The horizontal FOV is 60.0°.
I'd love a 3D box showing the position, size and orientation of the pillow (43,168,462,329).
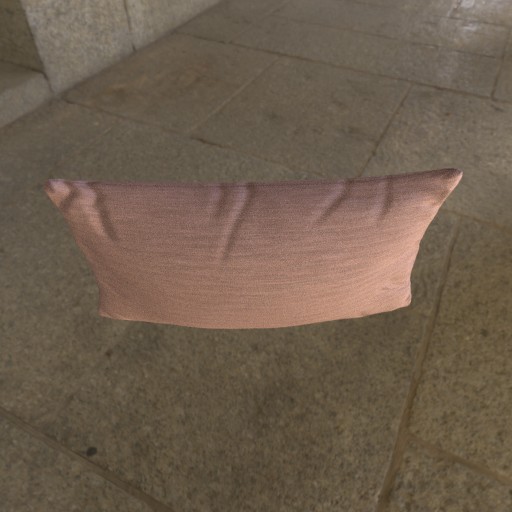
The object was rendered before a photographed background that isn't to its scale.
[{"bbox_3d":[0.000,0.000,0.778,0.633,0.338,0.210,-2,47,-2],"label":"pillow"}]
